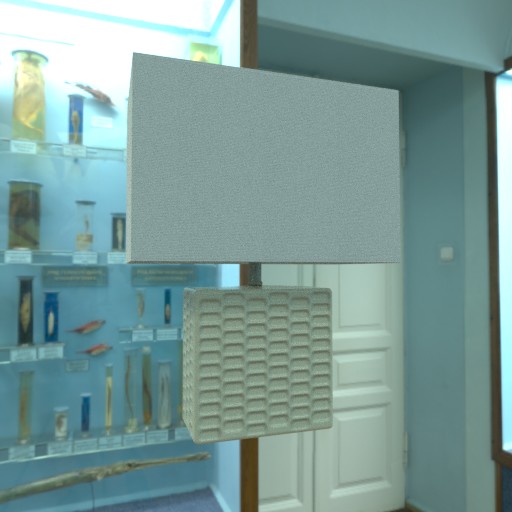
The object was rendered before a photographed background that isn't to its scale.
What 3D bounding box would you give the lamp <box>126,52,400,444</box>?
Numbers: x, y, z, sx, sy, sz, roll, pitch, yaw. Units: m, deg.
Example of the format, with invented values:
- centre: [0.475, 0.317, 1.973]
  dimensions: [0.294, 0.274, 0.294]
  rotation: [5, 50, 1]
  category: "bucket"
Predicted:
- centre: [0.000, 0.000, 0.685]
  dimensions: [0.380, 0.515, 0.200]
  rotation: [1, -2, -18]
  category: "lamp"
